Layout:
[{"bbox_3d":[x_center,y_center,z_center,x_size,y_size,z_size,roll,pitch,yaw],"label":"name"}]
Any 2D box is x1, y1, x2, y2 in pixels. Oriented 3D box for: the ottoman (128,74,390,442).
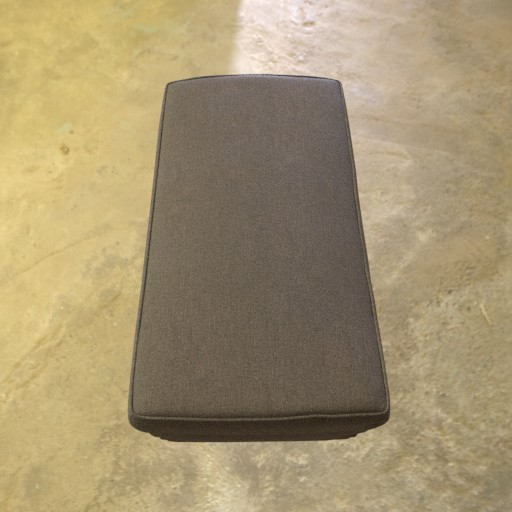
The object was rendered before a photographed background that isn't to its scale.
[{"bbox_3d":[0.000,0.000,1.123,0.490,0.448,0.864,-1,62,0],"label":"ottoman"}]
